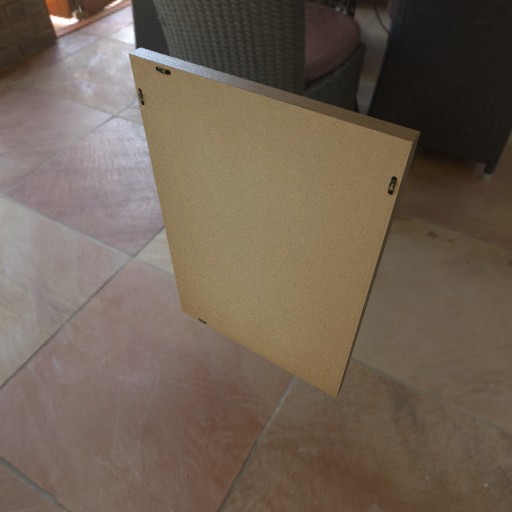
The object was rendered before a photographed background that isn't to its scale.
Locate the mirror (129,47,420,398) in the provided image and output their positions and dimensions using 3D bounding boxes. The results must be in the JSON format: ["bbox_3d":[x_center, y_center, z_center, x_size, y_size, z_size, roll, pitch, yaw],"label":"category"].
[{"bbox_3d":[0.000,0.000,1.156,0.609,0.915,0.041,25,52,21],"label":"mirror"}]
